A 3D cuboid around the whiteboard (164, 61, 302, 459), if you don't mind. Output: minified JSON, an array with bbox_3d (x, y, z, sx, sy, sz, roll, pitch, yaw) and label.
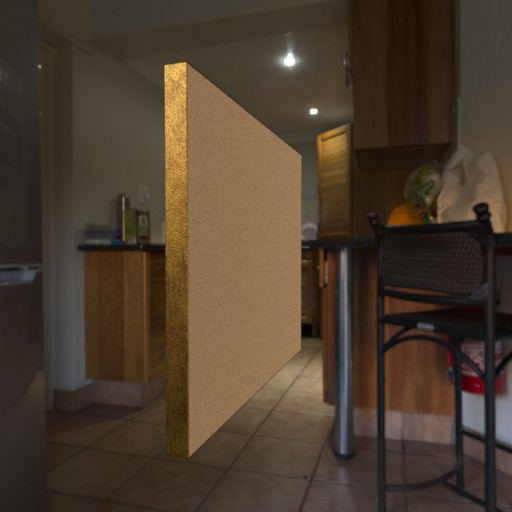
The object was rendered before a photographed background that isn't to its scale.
[{"bbox_3d":[0.000,0.000,0.778,0.029,0.457,0.561,1,2,19],"label":"whiteboard"}]
